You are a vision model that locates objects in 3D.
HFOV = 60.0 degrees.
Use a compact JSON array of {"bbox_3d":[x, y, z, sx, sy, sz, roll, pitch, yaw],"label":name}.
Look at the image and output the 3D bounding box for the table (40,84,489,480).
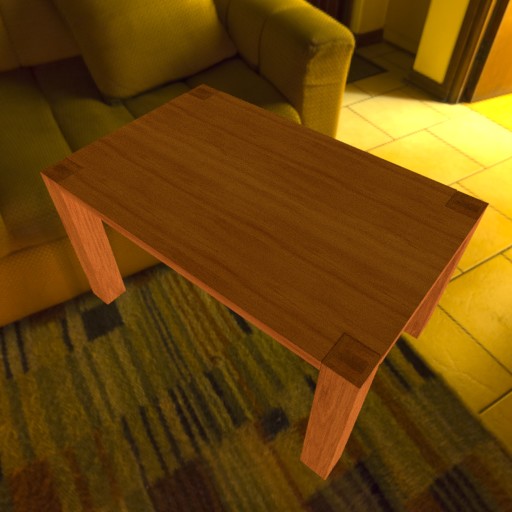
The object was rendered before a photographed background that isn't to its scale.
[{"bbox_3d":[0.000,0.000,1.910,1.400,0.760,0.900,31,55,25],"label":"table"}]
